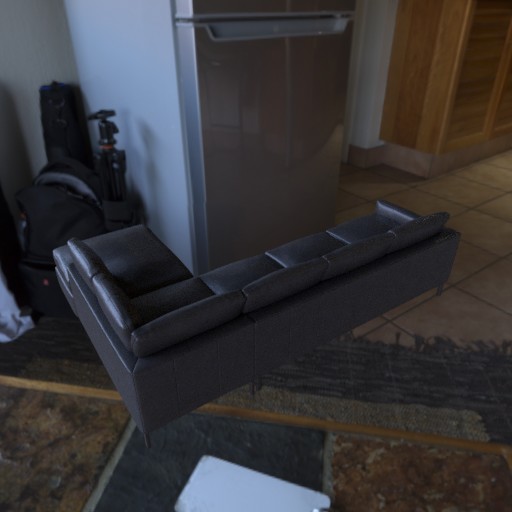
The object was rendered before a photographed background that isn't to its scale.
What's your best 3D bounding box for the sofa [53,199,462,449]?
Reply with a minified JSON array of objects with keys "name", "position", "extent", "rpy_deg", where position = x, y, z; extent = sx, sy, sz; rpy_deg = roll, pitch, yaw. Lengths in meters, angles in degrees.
[{"name":"sofa","position":[0.000,0.000,3.885],"extent":[2.984,0.877,1.938],"rpy_deg":[-19,36,-29]}]
